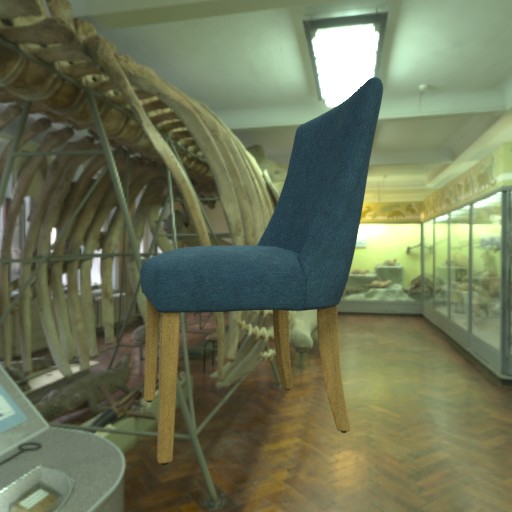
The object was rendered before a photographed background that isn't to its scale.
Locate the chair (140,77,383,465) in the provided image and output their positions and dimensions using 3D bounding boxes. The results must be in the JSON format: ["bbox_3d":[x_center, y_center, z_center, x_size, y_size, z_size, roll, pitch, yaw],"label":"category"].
[{"bbox_3d":[0.000,0.000,1.247,0.609,0.902,0.495,0,0,-18],"label":"chair"}]
